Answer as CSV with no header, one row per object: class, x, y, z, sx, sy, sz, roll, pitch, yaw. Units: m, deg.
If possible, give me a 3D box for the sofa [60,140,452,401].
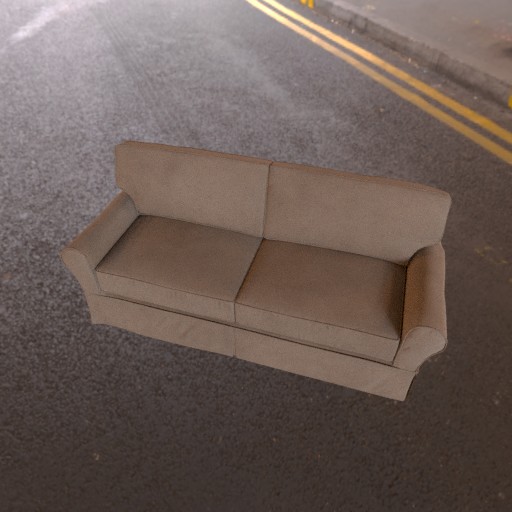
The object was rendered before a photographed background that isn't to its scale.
sofa,0.000,0.000,2.776,2.246,1.014,0.900,12,43,13
